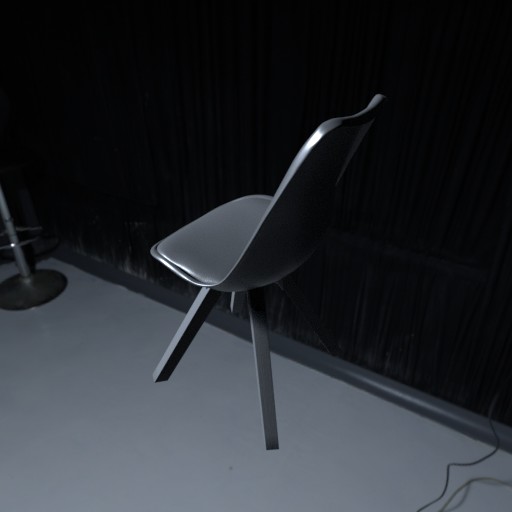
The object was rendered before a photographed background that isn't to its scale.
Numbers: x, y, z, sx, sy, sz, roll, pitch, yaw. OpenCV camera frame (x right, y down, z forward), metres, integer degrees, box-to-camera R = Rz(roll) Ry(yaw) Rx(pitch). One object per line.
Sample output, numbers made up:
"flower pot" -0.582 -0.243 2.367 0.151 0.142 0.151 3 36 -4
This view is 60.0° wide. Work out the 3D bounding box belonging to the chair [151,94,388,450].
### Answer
"chair" 0.000 0.000 1.190 0.530 0.850 0.485 19 37 28
